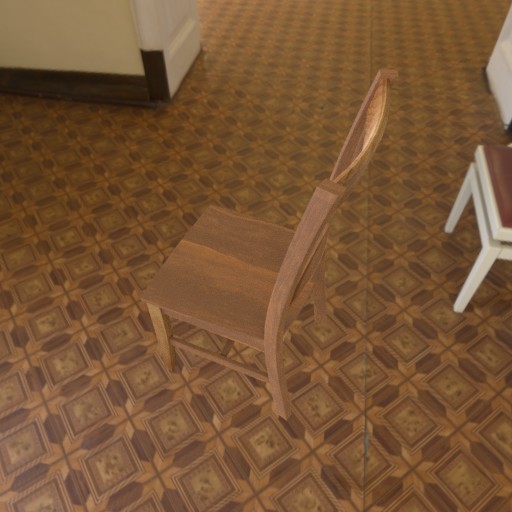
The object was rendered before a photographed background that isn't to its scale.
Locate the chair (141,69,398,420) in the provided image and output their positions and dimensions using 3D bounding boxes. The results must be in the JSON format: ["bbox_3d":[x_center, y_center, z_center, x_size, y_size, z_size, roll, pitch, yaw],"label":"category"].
[{"bbox_3d":[0.000,0.000,1.288,0.542,0.983,0.485,18,50,15],"label":"chair"}]
